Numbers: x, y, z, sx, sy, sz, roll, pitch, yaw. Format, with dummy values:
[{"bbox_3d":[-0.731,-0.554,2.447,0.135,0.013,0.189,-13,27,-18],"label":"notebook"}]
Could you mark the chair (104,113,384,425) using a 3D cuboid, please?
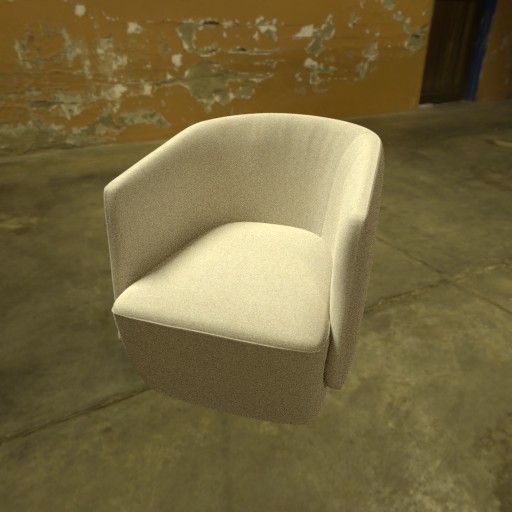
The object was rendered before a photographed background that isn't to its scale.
[{"bbox_3d":[0.000,0.000,1.627,0.822,0.861,0.986,8,29,16],"label":"chair"}]
